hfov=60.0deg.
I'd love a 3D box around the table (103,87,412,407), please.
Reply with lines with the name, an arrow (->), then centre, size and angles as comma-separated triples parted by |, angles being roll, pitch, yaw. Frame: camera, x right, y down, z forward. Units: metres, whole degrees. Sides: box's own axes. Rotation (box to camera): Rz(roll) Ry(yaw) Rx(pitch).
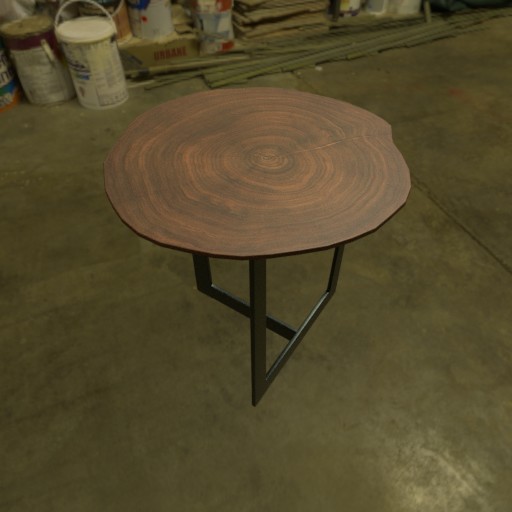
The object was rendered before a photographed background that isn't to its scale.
table -> 0.000, 0.000, 0.890 | 0.494, 0.476, 0.477 | 17, 48, 16
